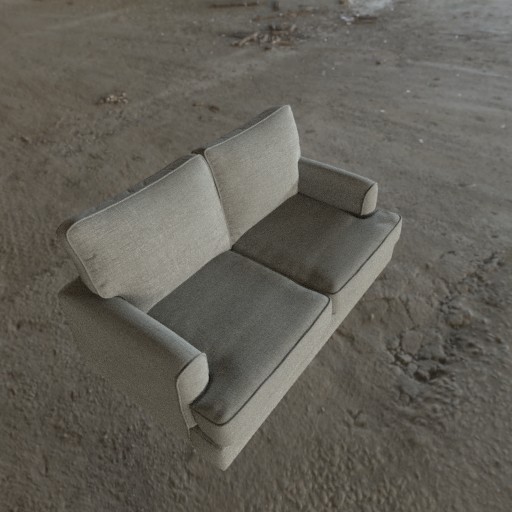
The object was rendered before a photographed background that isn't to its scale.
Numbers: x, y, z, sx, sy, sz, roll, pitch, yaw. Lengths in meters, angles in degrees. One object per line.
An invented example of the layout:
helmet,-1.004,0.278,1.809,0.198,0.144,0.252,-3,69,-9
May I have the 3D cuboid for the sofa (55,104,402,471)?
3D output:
sofa,0.000,0.000,2.241,0.965,0.965,1.651,26,47,27
